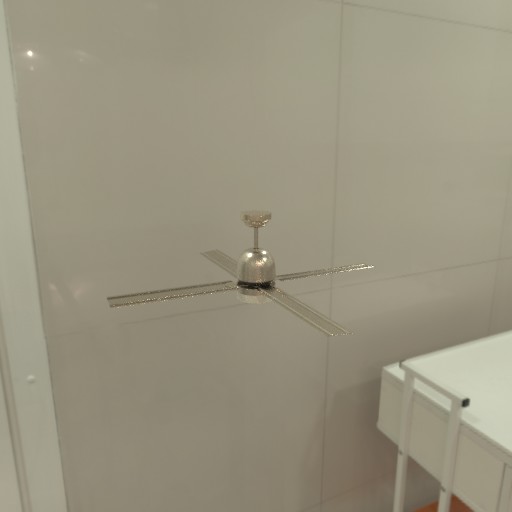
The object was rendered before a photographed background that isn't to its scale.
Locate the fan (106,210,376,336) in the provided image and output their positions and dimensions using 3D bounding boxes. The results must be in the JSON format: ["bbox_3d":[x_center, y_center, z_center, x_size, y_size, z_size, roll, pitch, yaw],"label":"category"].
[{"bbox_3d":[0.000,0.000,2.070,1.346,0.406,1.346,-7,16,-26],"label":"fan"}]
